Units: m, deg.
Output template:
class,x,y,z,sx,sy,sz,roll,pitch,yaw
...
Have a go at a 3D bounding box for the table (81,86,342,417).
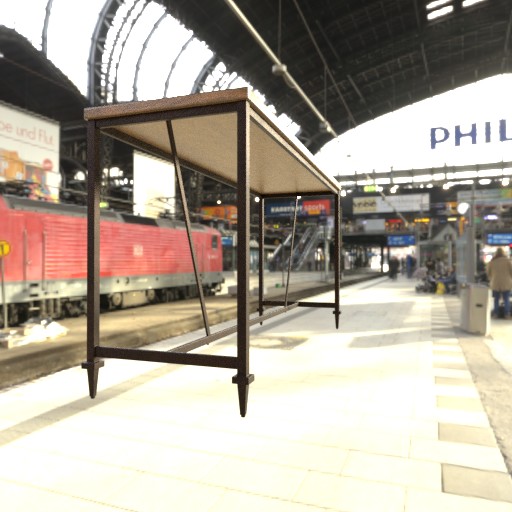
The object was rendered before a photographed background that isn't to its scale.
class,x,y,z,sx,sy,sz,roll,pitch,yaw
table,0.000,0.000,2.083,0.551,0.902,1.700,0,-1,19
